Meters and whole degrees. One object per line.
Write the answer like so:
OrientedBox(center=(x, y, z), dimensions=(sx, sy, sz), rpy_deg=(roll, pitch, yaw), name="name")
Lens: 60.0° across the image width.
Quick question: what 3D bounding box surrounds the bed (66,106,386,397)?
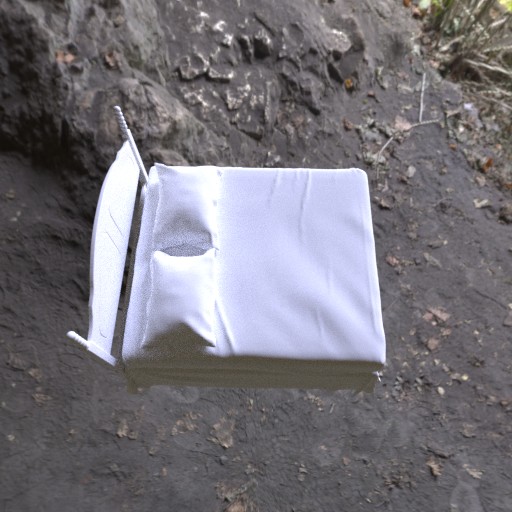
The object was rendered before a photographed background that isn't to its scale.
OrientedBox(center=(0.000, 0.000, 3.325), dimensions=(2.040, 1.356, 1.873), rpy_deg=(1, 65, 1), name="bed")
